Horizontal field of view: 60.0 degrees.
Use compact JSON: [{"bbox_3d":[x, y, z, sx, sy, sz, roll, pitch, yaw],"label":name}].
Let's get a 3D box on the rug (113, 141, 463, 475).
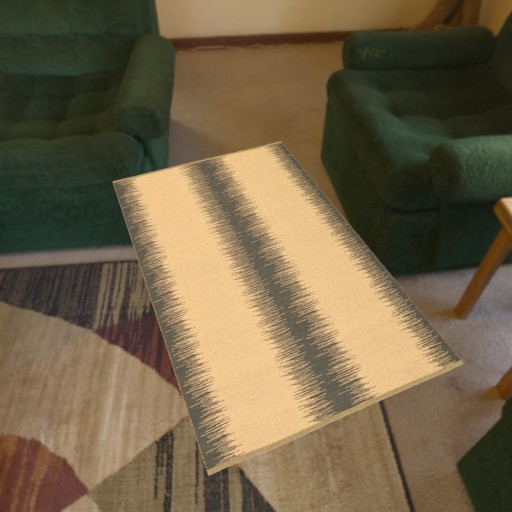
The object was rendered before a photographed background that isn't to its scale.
[{"bbox_3d":[0.000,0.000,3.065,1.519,0.003,2.453,-17,50,-15],"label":"rug"}]
